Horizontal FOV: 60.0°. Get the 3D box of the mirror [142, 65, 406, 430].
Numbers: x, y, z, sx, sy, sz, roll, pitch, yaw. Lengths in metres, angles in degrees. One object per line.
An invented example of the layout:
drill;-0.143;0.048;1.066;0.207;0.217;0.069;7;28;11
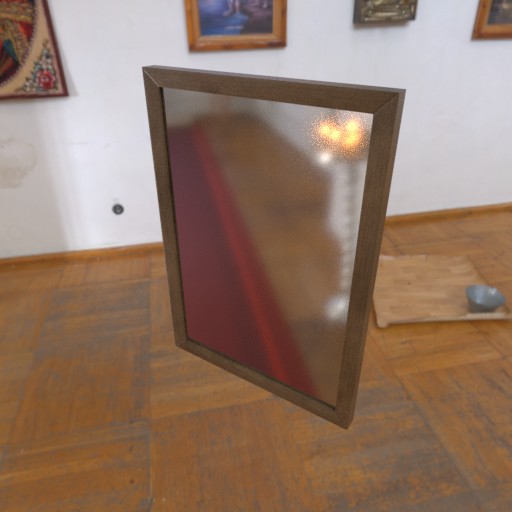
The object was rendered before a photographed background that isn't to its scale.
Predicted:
mirror;0.000;0.000;0.936;0.507;0.710;0.040;18;35;28
